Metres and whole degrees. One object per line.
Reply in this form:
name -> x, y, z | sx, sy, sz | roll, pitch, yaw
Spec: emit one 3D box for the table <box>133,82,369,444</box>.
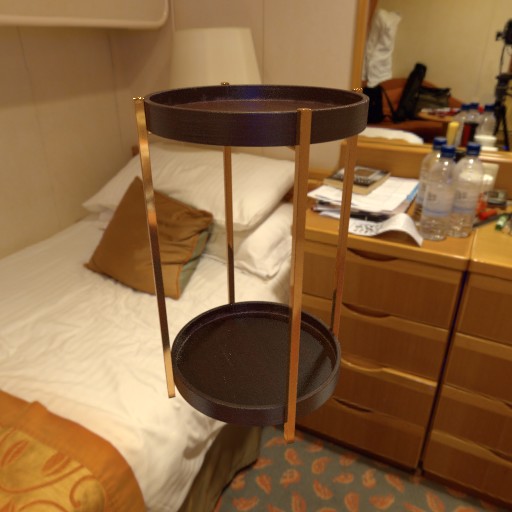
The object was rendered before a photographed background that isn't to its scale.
table -> 0.000, 0.000, 0.877 | 0.400, 0.610, 0.400 | -9, 28, -17
